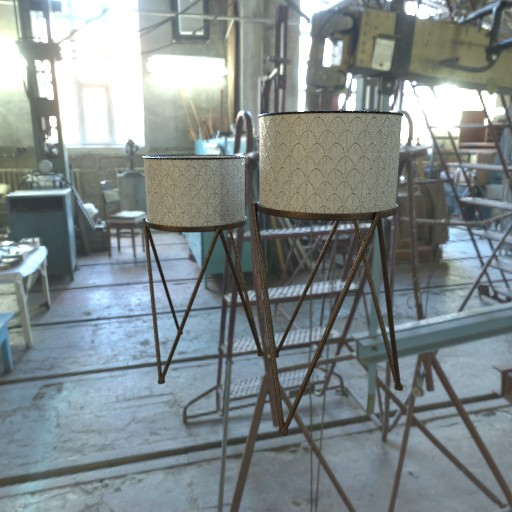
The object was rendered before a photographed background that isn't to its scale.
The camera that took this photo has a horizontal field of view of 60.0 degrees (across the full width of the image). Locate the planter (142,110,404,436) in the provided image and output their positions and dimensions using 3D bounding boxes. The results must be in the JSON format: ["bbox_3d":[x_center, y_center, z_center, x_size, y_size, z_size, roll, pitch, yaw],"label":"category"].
[{"bbox_3d":[0.000,0.000,1.189,0.769,0.712,0.413,8,16,29],"label":"planter"}]
